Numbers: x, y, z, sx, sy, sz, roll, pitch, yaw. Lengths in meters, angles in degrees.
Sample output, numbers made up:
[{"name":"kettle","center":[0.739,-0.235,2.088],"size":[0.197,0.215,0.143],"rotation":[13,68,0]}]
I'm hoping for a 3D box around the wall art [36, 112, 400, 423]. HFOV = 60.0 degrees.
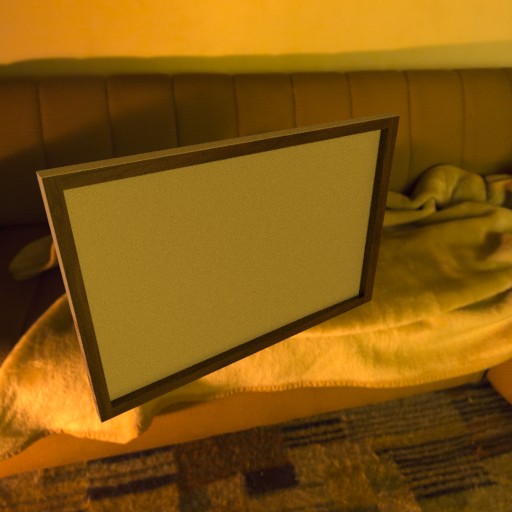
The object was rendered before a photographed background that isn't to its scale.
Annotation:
[{"name":"wall art","center":[0.000,0.000,1.425],"size":[1.138,0.761,0.051],"rotation":[-18,34,-29]}]
